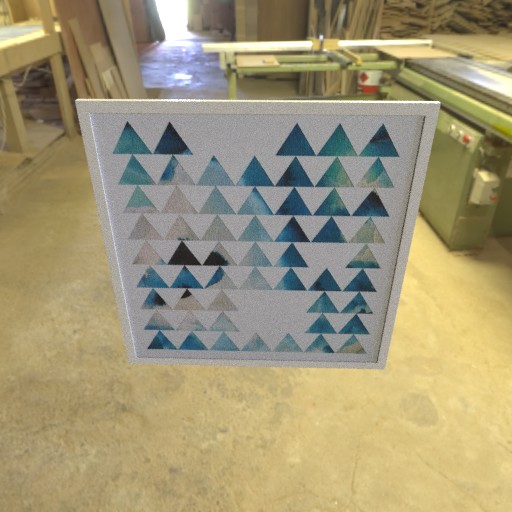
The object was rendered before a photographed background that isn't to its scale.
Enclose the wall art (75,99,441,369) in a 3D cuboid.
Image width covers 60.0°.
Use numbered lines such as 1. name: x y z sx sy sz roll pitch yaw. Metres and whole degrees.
1. wall art: 0.000 0.000 0.825 0.557 0.557 0.012 1 31 1
